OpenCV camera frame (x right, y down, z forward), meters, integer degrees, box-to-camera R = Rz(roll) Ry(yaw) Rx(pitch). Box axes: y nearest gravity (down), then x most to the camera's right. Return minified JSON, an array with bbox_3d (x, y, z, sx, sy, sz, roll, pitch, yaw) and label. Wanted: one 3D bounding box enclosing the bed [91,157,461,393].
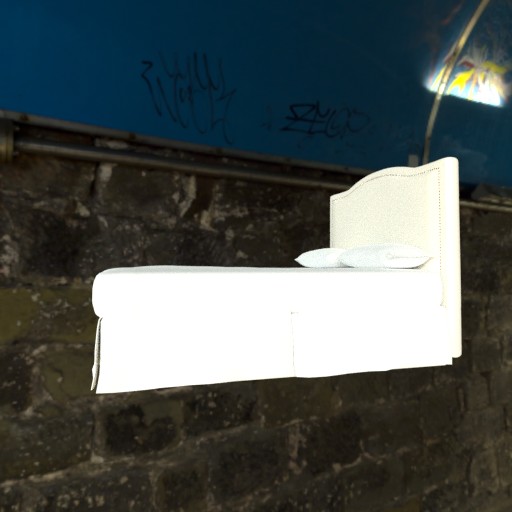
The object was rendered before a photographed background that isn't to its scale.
[{"bbox_3d":[0.000,0.000,3.381,2.282,1.436,1.821,0,-1,-17],"label":"bed"}]
